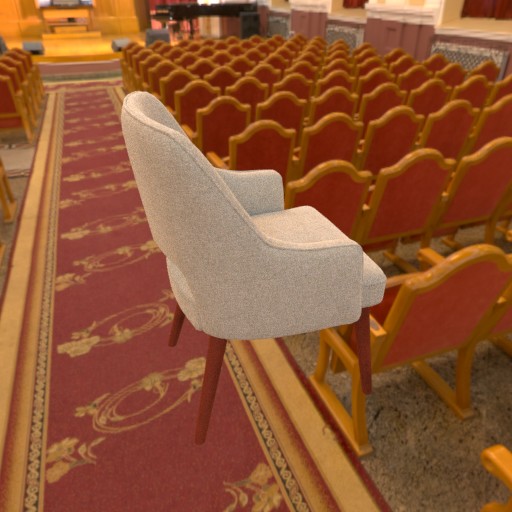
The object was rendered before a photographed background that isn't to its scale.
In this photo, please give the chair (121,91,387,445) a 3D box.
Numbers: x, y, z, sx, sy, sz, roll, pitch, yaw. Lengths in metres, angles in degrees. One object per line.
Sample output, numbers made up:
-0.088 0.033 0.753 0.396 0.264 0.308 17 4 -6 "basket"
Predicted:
0.000 0.000 1.225 0.605 0.849 0.548 -10 33 -17 "chair"
